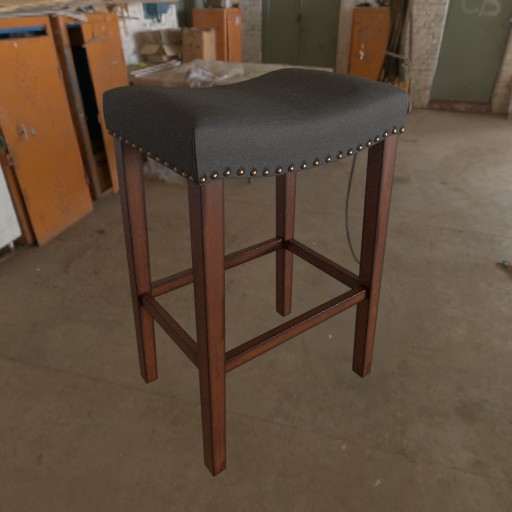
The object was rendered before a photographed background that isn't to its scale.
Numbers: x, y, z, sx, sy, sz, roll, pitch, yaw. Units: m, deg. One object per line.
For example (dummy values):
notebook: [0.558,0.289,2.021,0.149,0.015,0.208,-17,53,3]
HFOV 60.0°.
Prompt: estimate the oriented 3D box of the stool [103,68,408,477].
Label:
stool: [0.000,0.000,1.010,0.502,0.748,0.366,-21,36,-31]
